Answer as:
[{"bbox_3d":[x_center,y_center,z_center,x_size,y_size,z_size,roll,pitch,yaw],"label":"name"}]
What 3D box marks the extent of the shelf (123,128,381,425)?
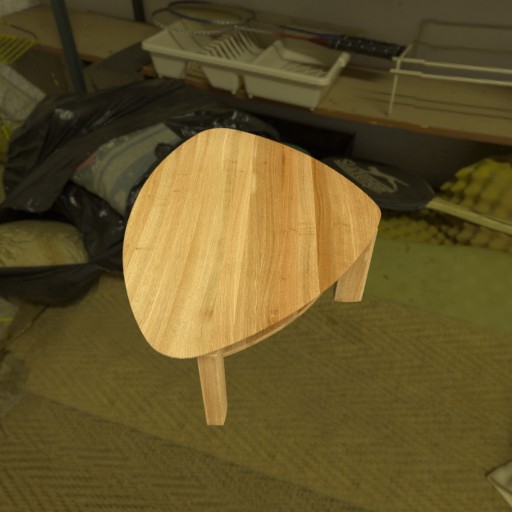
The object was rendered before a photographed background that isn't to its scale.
[{"bbox_3d":[0.000,0.000,1.692,0.863,0.439,1.240,1,42,1],"label":"shelf"}]
